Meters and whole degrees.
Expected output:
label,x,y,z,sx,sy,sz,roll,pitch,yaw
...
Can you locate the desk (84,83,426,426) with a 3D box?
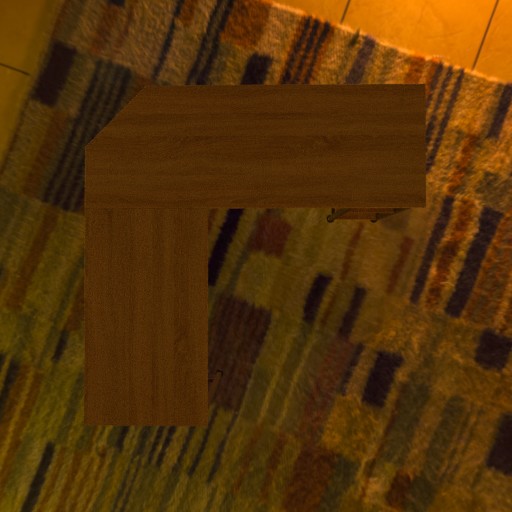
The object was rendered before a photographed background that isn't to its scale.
label,x,y,z,sx,sy,sz,roll,pitch,yaw
desk,0.000,0.000,2.158,1.379,0.739,1.379,0,89,1
